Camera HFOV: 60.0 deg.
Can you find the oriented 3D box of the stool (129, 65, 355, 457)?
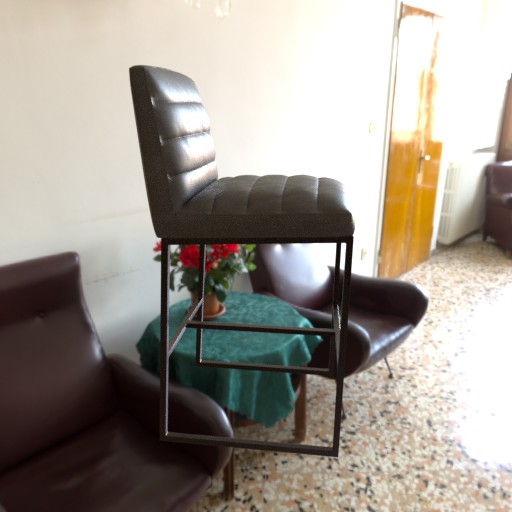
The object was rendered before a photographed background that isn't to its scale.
[{"bbox_3d":[0.000,0.000,1.360,0.562,1.065,0.463,2,18,7],"label":"stool"}]
